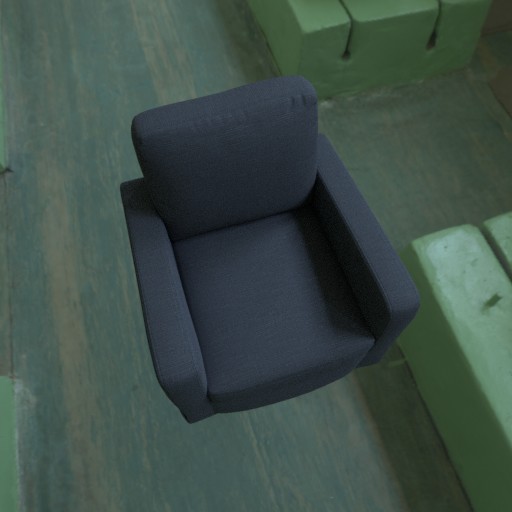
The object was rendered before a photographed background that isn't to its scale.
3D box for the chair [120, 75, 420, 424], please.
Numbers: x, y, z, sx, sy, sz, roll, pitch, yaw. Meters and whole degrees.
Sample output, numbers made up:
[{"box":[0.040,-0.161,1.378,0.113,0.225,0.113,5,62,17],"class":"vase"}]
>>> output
[{"box":[0.000,0.000,1.526,0.798,0.855,0.863,-16,64,-8],"class":"chair"}]
